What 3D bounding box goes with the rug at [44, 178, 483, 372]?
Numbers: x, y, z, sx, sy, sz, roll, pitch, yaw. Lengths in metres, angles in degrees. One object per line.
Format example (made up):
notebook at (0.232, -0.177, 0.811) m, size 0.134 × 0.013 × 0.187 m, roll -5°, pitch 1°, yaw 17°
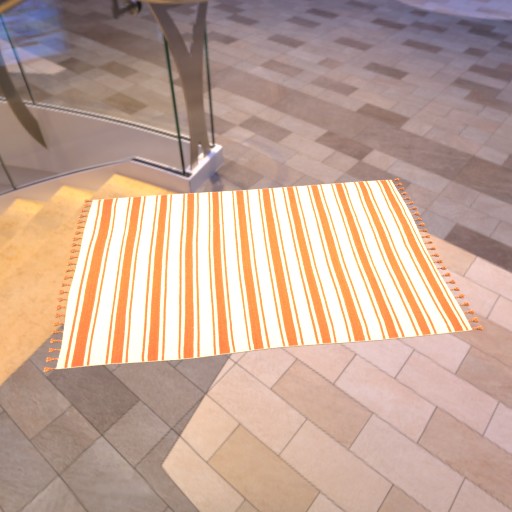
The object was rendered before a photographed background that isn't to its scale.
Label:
rug at (0.000, 0.000, 2.485) m, size 2.092 × 0.017 × 1.232 m, roll -5°, pitch 46°, yaw -4°
